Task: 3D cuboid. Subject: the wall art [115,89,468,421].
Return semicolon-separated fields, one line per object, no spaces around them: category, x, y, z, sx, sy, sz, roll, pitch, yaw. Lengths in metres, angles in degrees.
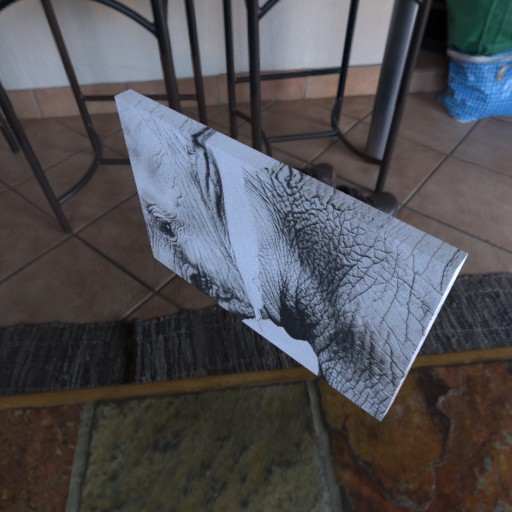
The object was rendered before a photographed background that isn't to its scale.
wall art;0.000;0.000;0.784;0.613;0.407;0.035;32;55;26
